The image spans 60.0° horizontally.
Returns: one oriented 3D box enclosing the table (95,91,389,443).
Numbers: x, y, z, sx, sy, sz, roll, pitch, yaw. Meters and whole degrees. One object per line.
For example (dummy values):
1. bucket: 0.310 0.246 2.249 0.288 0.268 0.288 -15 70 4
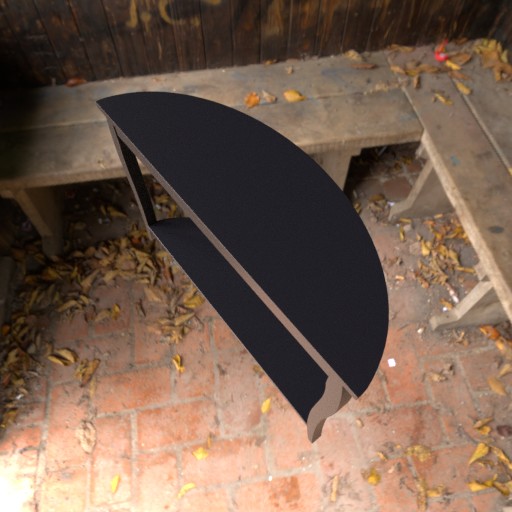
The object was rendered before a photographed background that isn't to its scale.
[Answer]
1. table: 0.000 0.000 1.607 0.394 0.780 1.219 -34 64 -19
